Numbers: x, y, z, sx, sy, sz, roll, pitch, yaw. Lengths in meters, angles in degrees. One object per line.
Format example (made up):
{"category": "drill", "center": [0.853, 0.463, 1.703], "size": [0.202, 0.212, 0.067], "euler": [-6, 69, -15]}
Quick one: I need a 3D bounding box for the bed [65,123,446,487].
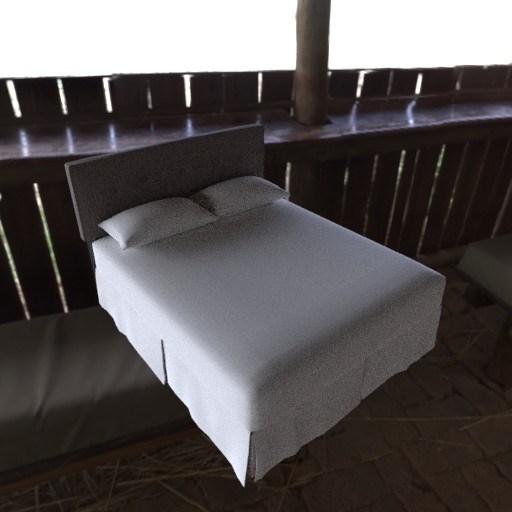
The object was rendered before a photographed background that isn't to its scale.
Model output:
{"category": "bed", "center": [0.000, 0.000, 2.841], "size": [1.610, 1.089, 1.894], "euler": [-22, 38, -33]}
